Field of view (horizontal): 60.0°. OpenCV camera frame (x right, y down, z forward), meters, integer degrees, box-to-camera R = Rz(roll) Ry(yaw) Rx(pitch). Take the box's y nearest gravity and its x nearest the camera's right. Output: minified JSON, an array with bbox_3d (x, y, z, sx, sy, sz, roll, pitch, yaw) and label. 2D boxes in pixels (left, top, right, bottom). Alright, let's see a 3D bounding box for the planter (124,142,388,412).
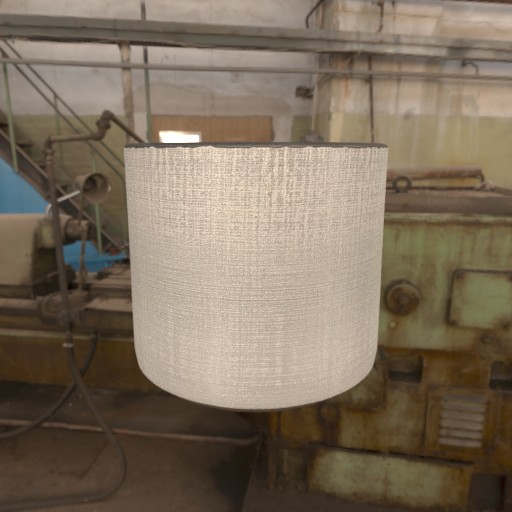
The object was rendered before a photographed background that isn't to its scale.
[{"bbox_3d":[0.000,0.000,0.227,0.125,0.112,0.125,0,14,0],"label":"planter"}]
